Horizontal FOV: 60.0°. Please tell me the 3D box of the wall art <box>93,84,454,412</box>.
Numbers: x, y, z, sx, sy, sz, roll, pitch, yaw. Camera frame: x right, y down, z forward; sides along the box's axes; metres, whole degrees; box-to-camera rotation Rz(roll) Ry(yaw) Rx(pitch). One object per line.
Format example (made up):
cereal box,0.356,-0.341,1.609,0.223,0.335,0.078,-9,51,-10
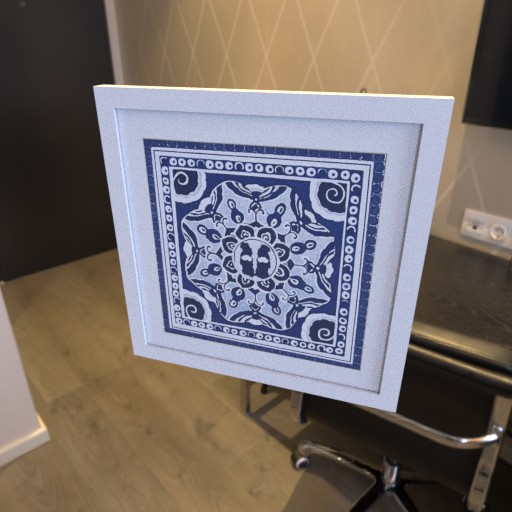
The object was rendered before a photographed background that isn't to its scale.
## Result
wall art,0.000,0.000,0.796,0.559,0.559,0.028,8,27,16
